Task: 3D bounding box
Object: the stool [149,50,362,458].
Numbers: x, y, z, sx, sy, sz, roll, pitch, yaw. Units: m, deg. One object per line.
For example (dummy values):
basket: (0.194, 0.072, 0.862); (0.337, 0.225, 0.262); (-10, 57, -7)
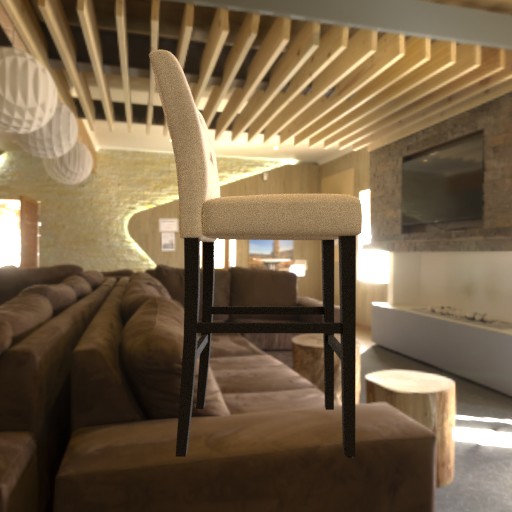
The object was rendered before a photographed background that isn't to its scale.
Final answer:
stool: (0.000, 0.000, 1.437); (0.603, 1.124, 0.516); (0, 0, 1)
